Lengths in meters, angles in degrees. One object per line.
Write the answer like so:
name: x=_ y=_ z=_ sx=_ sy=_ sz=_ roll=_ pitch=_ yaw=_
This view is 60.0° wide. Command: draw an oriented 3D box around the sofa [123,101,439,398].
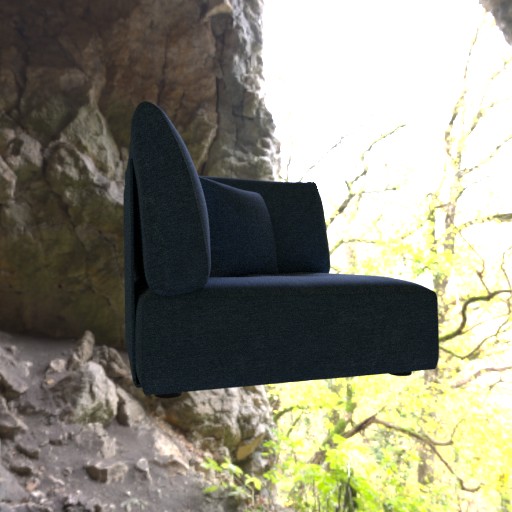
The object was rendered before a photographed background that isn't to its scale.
sofa: x=0.000 y=0.000 z=1.769 sx=1.000 sy=0.820 sz=1.000 roll=0 pitch=-1 yaw=-18
